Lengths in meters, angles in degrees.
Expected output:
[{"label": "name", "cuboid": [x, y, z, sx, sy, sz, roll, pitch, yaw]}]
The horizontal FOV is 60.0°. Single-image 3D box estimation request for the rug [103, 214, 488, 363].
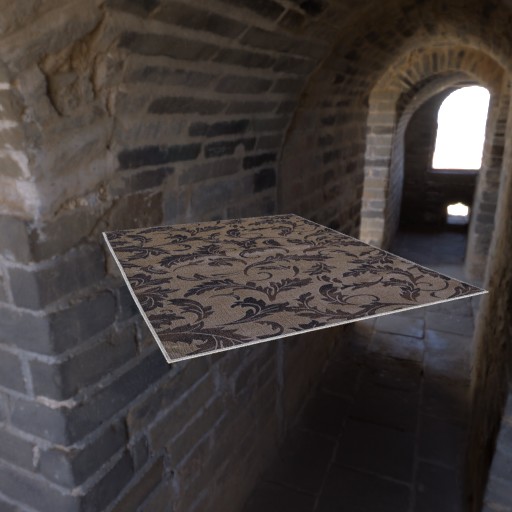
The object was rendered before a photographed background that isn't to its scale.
[{"label": "rug", "cuboid": [0.000, 0.000, 4.050, 2.380, 0.008, 2.977, -8, 19, -23]}]
